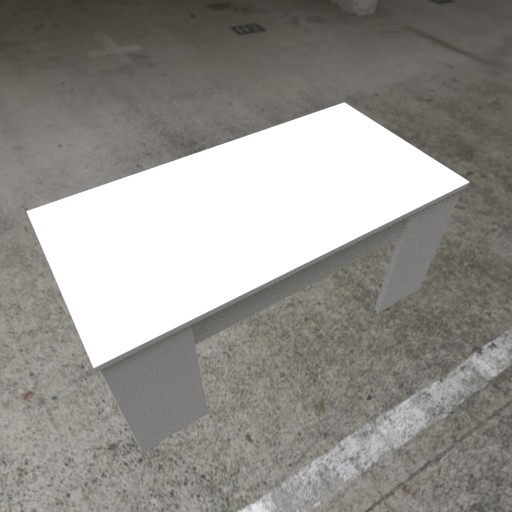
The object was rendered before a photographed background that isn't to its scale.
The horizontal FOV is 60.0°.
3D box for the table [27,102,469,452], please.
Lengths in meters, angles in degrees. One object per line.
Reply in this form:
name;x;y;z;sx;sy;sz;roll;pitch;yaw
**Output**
table;0.000;0.000;1.272;1.000;0.440;0.500;-25;52;-22
